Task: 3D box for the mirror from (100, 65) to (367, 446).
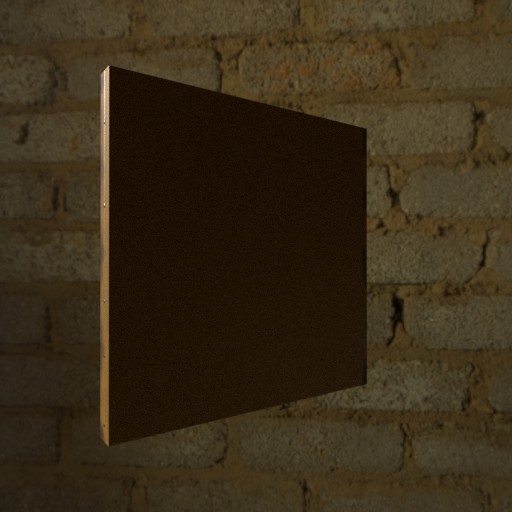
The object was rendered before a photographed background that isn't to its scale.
[{"bbox_3d":[0.000,0.000,0.752,0.509,0.507,0.042,0,0,-35],"label":"mirror"}]
